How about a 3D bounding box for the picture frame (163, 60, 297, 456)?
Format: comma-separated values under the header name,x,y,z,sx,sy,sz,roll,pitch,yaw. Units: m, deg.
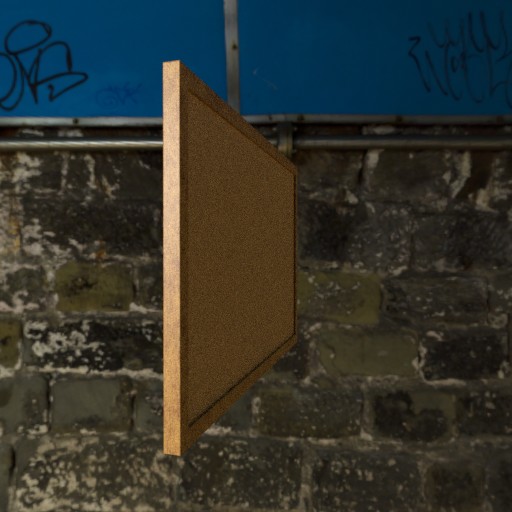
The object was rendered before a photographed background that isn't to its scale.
name,x,y,z,sx,sy,sz,roll,pitch,yaw
picture frame,0.000,0.000,1.141,0.029,0.621,0.922,0,1,17
